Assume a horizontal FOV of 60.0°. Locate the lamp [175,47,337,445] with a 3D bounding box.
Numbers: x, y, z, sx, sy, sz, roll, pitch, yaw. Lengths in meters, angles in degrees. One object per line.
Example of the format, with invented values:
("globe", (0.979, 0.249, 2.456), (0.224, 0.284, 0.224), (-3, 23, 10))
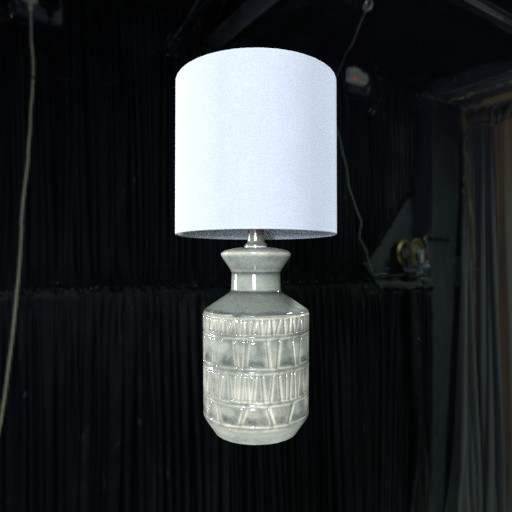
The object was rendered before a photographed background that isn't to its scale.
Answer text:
("lamp", (0.000, 0.000, 0.588), (0.211, 0.455, 0.211), (1, -1, -35))
